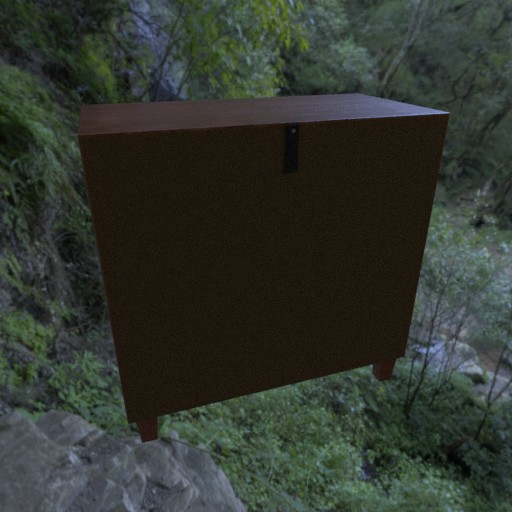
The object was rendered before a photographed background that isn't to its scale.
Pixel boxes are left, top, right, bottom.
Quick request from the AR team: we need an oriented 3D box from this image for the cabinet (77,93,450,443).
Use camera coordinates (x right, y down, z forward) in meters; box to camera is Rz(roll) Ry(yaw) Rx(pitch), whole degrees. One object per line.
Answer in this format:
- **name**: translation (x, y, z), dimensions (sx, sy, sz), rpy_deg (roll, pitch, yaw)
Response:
- **cabinet**: translation (0.000, 0.000, 1.233), dimensions (0.796, 0.785, 0.412), rpy_deg (-9, 28, -17)
